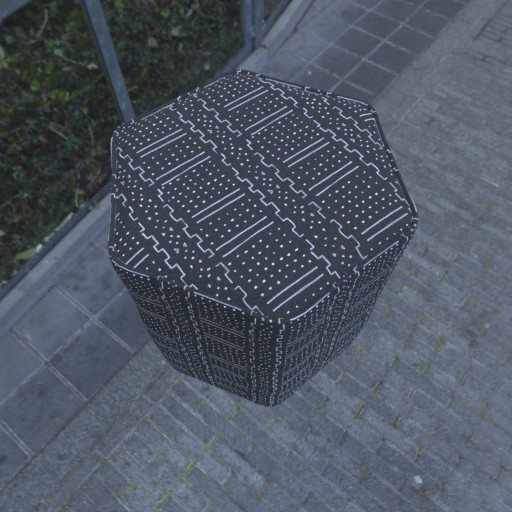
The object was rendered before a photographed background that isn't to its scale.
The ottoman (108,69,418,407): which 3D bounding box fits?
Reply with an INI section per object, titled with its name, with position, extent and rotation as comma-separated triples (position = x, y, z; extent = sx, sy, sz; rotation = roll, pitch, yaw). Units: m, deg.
[ottoman]
position = 0.000, 0.000, 0.866
extent = 0.494, 0.502, 0.443
rotation = -34, 65, -19
